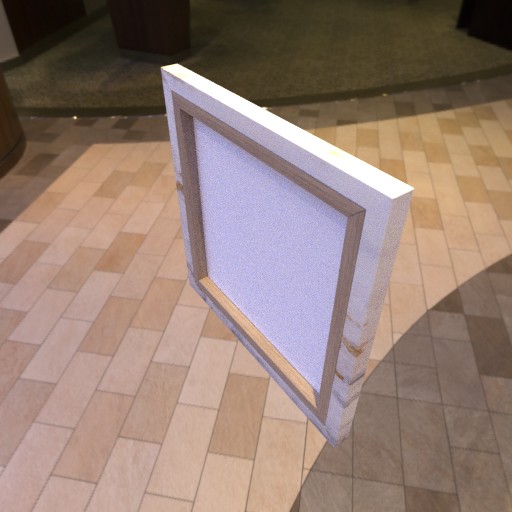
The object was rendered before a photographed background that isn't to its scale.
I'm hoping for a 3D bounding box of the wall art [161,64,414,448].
[{"bbox_3d":[0.000,0.000,0.922,0.040,0.613,0.611,-25,46,-27],"label":"wall art"}]
